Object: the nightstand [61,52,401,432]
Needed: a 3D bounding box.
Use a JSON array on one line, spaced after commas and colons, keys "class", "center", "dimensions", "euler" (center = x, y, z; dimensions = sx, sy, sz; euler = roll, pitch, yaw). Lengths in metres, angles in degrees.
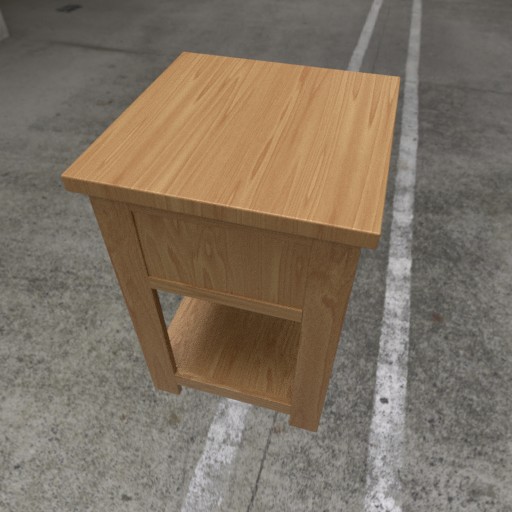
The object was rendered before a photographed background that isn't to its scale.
[{"class": "nightstand", "center": [0.000, 0.000, 0.909], "dimensions": [0.418, 0.614, 0.428], "euler": [11, 47, 11]}]
